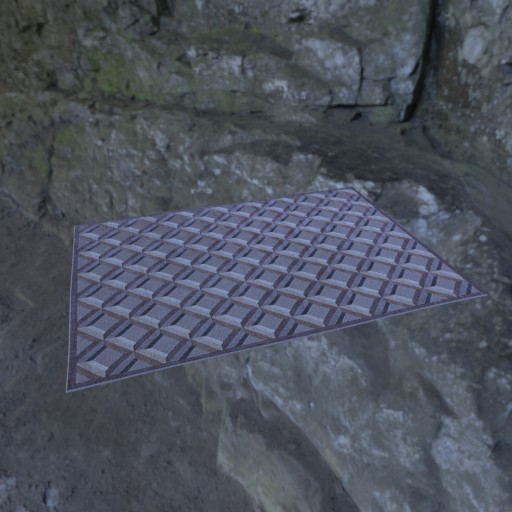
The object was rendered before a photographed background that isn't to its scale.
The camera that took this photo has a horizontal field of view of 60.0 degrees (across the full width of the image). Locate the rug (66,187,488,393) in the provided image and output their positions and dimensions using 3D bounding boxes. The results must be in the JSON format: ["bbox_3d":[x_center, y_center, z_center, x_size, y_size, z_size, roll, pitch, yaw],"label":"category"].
[{"bbox_3d":[0.000,0.000,2.865,2.260,0.013,1.600,-10,34,-15],"label":"rug"}]
